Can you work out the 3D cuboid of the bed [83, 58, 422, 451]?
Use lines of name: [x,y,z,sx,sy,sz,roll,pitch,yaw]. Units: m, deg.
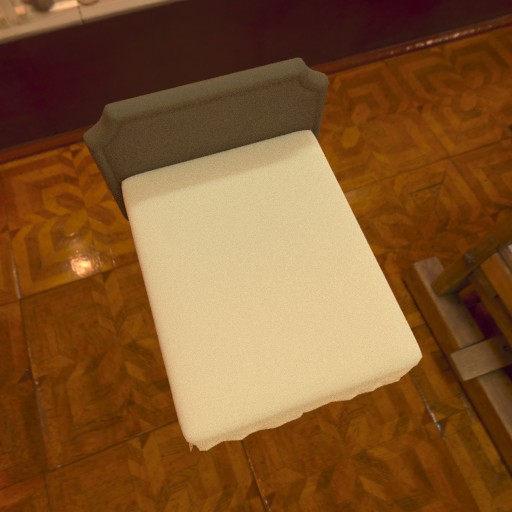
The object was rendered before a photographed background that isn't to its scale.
bed: [0.000,0.000,3.153,1.831,1.297,2.181,-17,66,-8]
